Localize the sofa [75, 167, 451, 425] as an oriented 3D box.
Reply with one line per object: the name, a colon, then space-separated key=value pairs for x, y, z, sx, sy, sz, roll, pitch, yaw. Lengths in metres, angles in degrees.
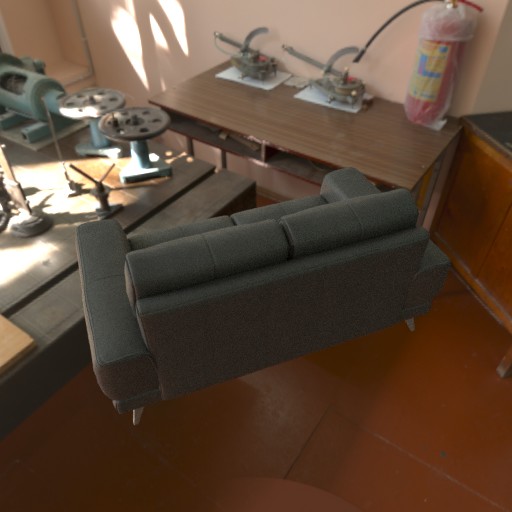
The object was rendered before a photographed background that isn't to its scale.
sofa: x=0.000 y=0.000 z=2.405 sx=1.806 sy=0.907 sz=1.018 roll=-14 pitch=44 yaw=-15
